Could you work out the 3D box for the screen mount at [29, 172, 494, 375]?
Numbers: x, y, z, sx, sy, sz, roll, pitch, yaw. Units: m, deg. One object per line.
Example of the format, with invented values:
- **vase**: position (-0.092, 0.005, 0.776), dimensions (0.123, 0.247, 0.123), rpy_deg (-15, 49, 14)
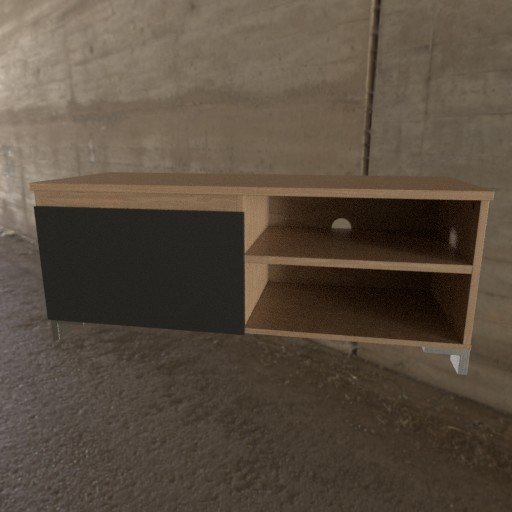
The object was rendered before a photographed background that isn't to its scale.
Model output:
- **screen mount**: position (0.000, 0.000, 1.264), dimensions (1.084, 0.432, 0.406), rpy_deg (3, 15, 10)
